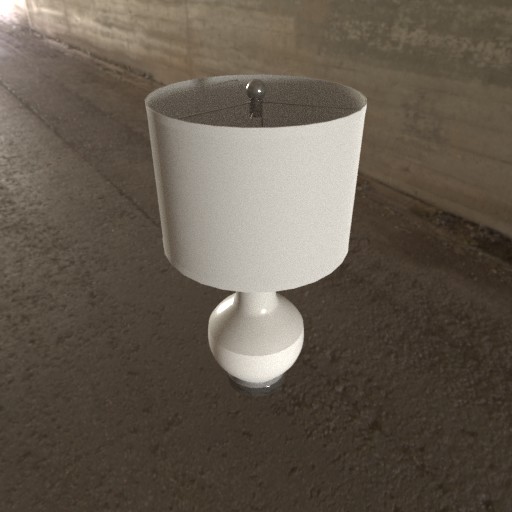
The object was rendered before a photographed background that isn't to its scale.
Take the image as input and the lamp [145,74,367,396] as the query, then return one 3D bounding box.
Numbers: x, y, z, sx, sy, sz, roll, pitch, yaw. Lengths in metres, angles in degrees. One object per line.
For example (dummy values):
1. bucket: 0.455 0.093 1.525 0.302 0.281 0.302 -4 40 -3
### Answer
1. lamp: 0.000 0.000 0.891 0.357 0.673 0.357 10 34 15
